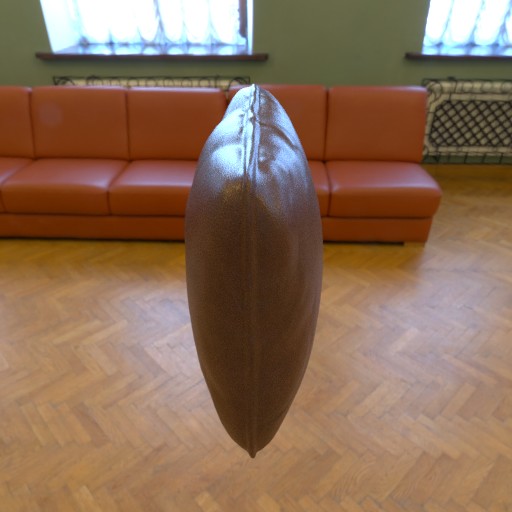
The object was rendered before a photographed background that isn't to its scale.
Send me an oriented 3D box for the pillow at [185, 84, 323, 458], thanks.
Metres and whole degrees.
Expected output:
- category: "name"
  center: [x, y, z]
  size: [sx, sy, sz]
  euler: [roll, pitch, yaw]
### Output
- category: "pillow"
  center: [0.000, 0.000, 0.825]
  size: [0.236, 0.523, 0.532]
  euler: [0, 33, 1]
